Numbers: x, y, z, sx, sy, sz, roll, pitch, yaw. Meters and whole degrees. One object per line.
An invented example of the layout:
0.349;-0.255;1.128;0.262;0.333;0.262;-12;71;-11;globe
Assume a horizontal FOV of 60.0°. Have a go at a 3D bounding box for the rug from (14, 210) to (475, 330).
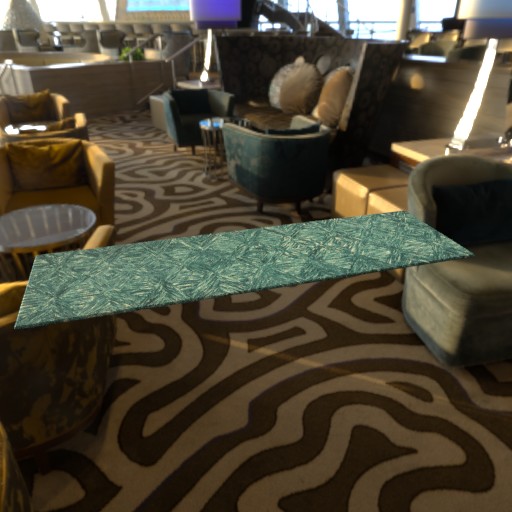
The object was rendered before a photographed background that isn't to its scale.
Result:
0.000;0.000;2.406;2.286;0.016;0.676;-8;29;-15;rug
